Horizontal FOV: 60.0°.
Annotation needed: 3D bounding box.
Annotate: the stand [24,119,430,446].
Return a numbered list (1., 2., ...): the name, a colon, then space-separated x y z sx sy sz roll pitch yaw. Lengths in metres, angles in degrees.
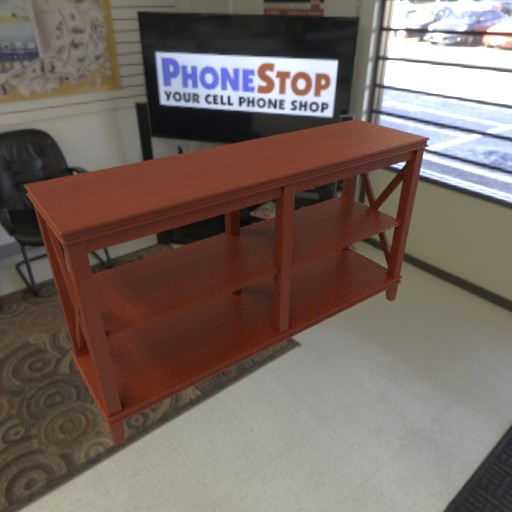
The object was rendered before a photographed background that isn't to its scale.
1. stand: 0.000 0.000 1.678 1.372 0.762 0.381 -20 36 -30
